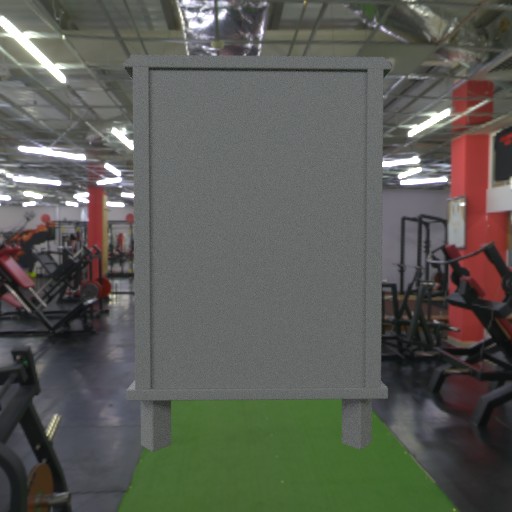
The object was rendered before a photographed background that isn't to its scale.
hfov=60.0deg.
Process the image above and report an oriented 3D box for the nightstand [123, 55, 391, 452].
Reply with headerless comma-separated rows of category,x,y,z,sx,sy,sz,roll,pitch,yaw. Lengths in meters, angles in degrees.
nightstand,0.000,0.000,0.927,0.450,0.680,0.350,0,2,-1
